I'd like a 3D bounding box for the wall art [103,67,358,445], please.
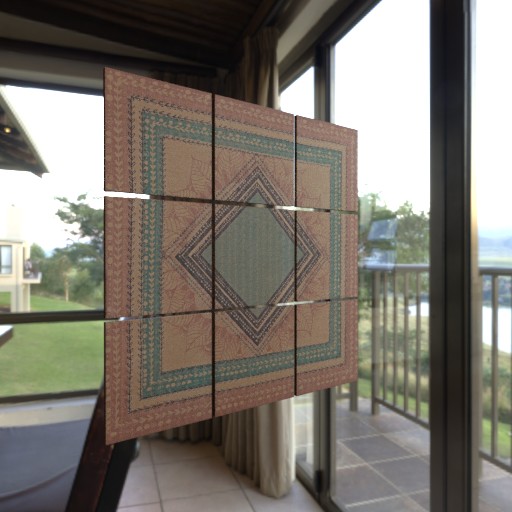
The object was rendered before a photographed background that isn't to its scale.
[{"bbox_3d":[0.000,0.000,1.348,0.915,0.914,0.013,0,1,-37],"label":"wall art"}]
